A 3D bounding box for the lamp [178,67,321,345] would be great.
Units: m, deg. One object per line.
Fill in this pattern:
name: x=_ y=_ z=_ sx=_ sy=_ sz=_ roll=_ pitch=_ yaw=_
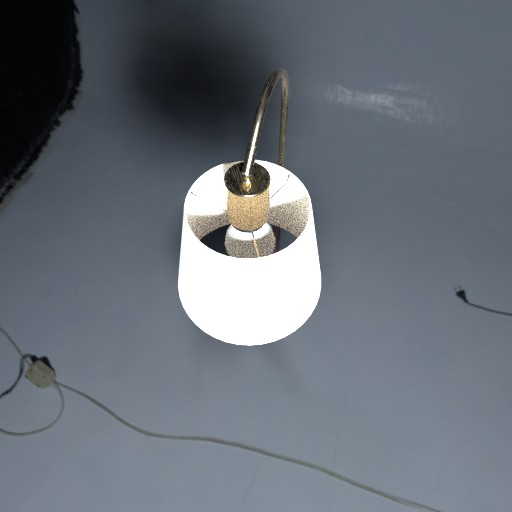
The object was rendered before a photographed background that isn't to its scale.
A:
lamp: x=0.000 y=0.000 z=0.662 sx=0.211 sy=0.536 sz=0.273 roll=15 pitch=59 yaw=9
